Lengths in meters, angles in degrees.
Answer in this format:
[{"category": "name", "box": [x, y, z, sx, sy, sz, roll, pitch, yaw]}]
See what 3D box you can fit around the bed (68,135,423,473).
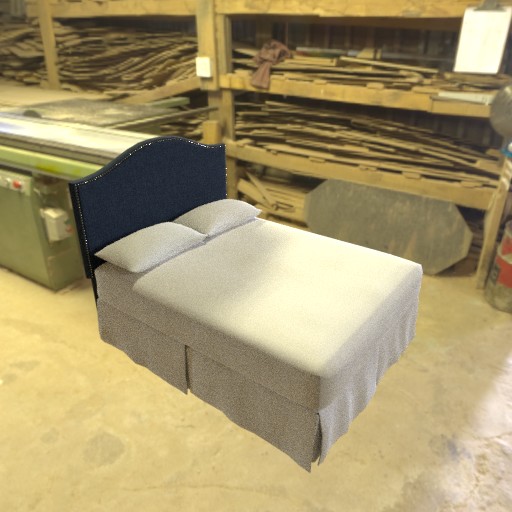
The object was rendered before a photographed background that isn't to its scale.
[{"category": "bed", "box": [0.000, 0.000, 3.353, 2.153, 1.518, 1.713, 18, 32, 33]}]
